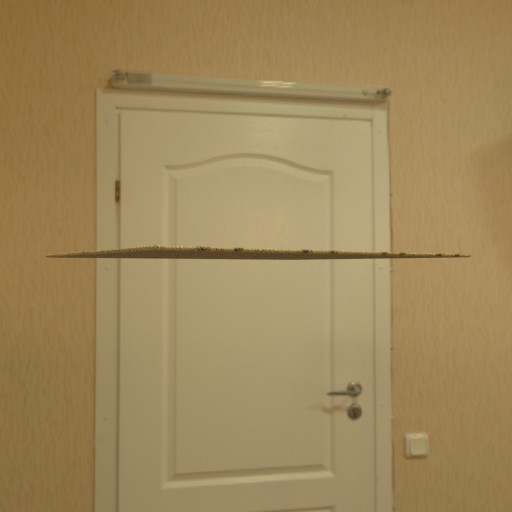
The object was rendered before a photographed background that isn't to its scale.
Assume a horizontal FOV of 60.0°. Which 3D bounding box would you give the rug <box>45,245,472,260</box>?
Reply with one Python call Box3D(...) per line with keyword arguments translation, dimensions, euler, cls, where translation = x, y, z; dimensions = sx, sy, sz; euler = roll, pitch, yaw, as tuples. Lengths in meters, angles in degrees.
Box3D(translation=(0.000, 0.000, 3.965), dimensions=(3.000, 0.026, 2.399), euler=(1, -2, -37), cls="rug")
